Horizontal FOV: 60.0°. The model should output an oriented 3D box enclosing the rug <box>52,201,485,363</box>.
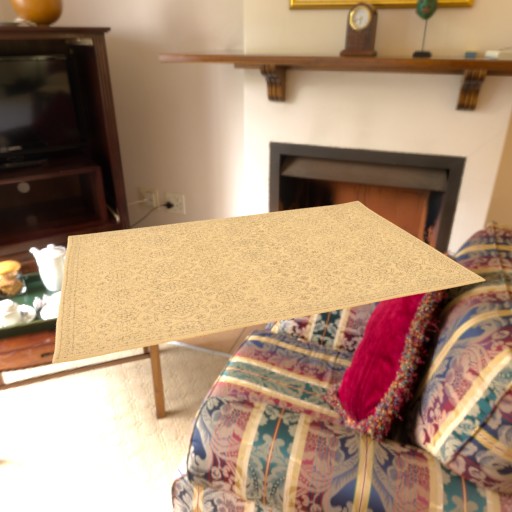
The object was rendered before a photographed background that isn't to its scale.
[{"bbox_3d":[0.000,0.000,2.972,2.434,0.023,1.518,-8,27,-16],"label":"rug"}]
